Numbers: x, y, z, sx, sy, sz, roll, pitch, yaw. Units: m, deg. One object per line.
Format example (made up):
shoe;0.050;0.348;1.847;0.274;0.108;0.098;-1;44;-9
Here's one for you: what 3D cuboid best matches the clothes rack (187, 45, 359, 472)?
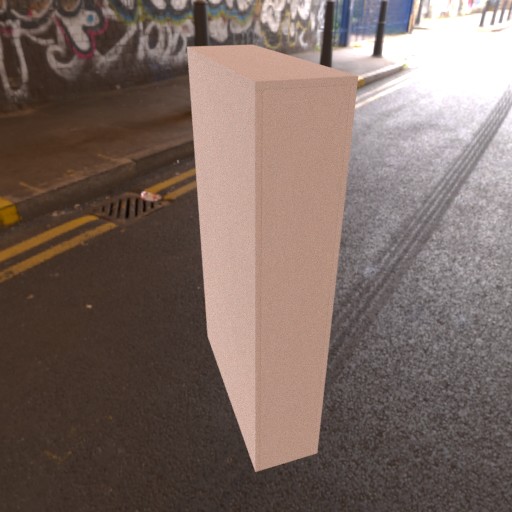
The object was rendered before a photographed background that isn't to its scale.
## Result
clothes rack;0.000;0.000;1.560;0.250;1.280;0.750;-9;32;-16
